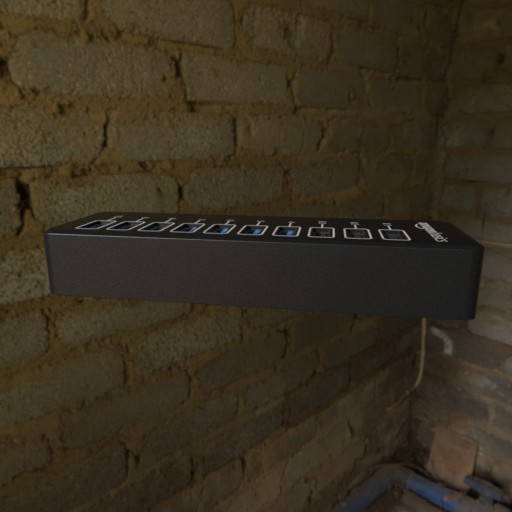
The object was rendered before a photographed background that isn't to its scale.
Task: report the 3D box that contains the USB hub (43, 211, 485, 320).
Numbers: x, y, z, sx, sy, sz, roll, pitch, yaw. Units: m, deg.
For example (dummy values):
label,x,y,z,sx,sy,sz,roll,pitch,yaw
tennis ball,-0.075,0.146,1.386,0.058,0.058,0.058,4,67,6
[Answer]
label,x,y,z,sx,sy,sz,roll,pitch,yaw
USB hub,0.000,0.000,0.164,0.145,0.023,0.044,3,15,9
